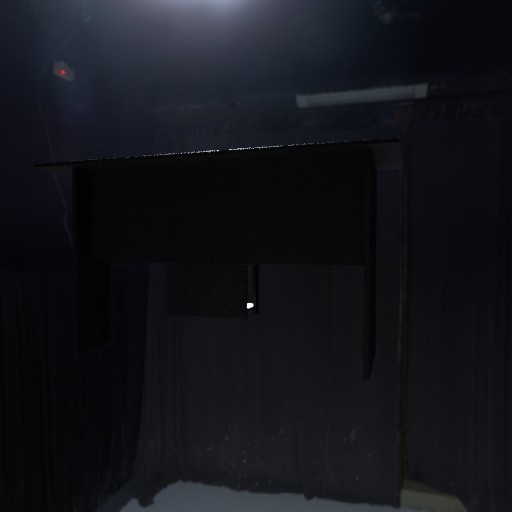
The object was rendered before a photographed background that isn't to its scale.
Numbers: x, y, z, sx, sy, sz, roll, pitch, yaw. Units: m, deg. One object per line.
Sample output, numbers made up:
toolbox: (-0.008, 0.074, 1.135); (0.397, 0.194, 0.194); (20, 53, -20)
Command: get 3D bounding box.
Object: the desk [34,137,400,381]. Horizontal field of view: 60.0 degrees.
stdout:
desk: (0.000, 0.000, 2.112); (1.303, 0.716, 1.361); (0, 1, 18)
